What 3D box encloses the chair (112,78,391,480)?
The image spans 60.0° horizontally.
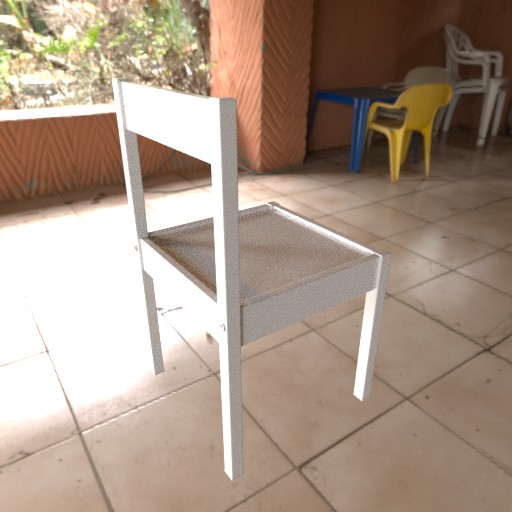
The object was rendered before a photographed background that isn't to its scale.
[{"bbox_3d":[0.000,0.000,0.684,0.285,0.505,0.285,-17,31,-31],"label":"chair"}]
